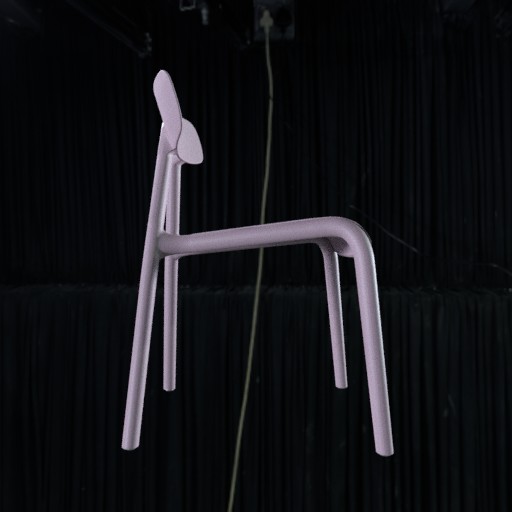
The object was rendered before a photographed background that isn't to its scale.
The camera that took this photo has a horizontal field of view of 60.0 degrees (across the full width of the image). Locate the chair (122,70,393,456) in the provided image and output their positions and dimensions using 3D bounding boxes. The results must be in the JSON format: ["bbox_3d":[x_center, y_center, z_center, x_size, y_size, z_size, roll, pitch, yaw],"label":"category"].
[{"bbox_3d":[0.000,0.000,0.815,0.401,0.580,0.356,0,0,0],"label":"chair"}]
